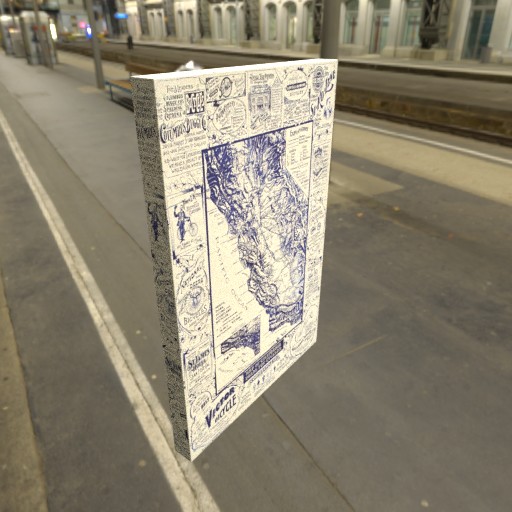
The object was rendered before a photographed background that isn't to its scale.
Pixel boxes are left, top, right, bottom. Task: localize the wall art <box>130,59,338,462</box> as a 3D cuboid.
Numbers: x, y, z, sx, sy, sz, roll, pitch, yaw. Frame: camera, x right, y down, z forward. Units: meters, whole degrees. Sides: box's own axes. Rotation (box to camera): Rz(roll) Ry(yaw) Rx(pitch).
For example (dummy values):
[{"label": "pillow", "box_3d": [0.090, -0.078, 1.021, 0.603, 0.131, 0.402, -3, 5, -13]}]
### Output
[{"label": "wall art", "box_3d": [0.000, 0.000, 0.476, 0.025, 0.376, 0.255, 19, 33, 33]}]
